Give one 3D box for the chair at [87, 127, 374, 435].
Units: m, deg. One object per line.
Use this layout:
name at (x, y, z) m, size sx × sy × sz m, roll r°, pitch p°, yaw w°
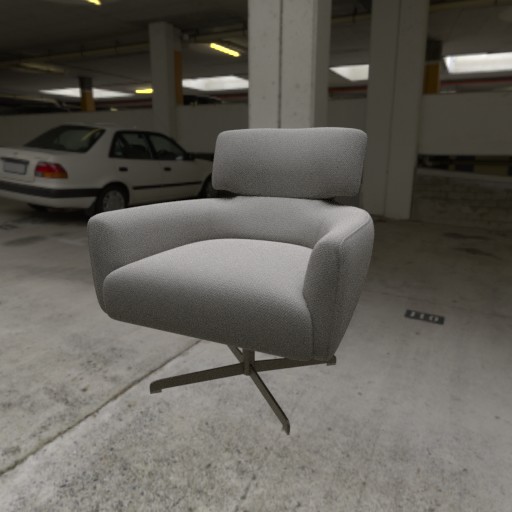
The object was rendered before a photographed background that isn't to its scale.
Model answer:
chair at (0.000, 0.000, 1.421) m, size 0.760 × 0.810 × 0.730 m, roll 7°, pitch 15°, yaw 25°
